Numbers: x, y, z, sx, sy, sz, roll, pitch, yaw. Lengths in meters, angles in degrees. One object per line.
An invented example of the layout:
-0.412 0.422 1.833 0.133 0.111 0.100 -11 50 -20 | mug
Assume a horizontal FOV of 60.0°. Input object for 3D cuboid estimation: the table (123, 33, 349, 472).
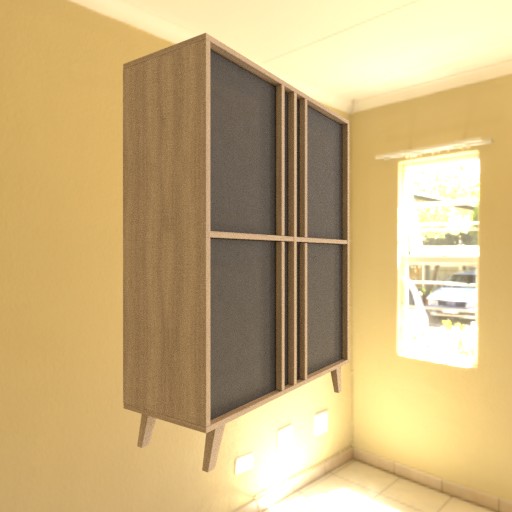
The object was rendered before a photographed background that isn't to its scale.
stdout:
0.000 0.000 1.944 0.398 1.388 1.111 0 0 35 | table
